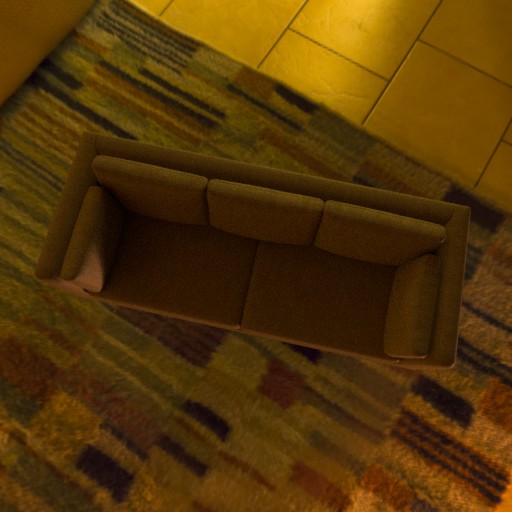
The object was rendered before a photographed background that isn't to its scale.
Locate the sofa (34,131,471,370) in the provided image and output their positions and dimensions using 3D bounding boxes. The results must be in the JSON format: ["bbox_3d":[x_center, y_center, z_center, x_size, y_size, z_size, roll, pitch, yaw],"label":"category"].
[{"bbox_3d":[0.000,0.000,2.881,2.415,0.867,0.969,12,76,3],"label":"sofa"}]
